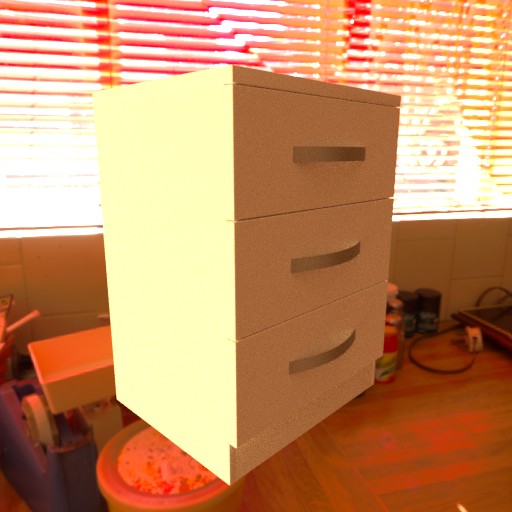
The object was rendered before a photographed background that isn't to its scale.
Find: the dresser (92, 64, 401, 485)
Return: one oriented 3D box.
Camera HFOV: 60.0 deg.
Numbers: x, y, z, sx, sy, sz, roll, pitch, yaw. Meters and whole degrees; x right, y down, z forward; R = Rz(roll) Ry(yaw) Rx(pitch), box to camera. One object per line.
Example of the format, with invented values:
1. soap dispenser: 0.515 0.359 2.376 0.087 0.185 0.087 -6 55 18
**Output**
1. dresser: 0.000 0.000 0.807 0.360 0.560 0.400 13 18 43
